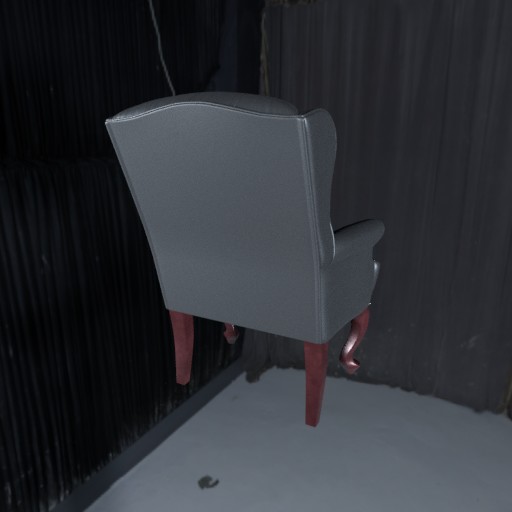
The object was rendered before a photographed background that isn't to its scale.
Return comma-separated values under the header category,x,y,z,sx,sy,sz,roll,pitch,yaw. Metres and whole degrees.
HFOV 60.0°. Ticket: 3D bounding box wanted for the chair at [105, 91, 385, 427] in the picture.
category,x,y,z,sx,sy,sz,roll,pitch,yaw
chair,0.000,0.000,1.659,0.838,1.111,0.762,8,17,27
